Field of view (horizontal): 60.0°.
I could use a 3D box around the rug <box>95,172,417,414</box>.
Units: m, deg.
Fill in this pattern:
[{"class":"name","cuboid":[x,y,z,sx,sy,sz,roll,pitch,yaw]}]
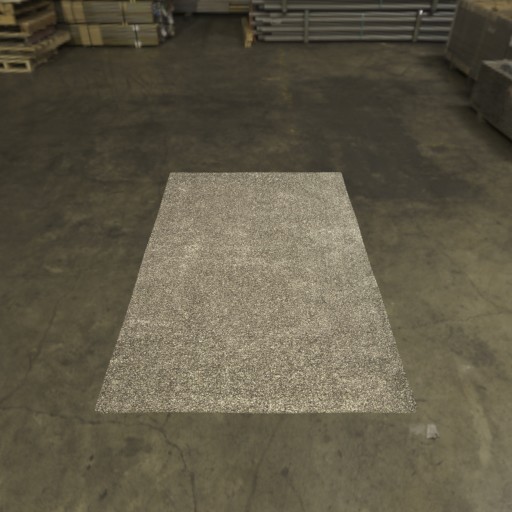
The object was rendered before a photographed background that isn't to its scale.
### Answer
[{"class":"rug","cuboid":[0.000,0.000,2.976,1.502,0.025,2.350,0,38,0]}]
